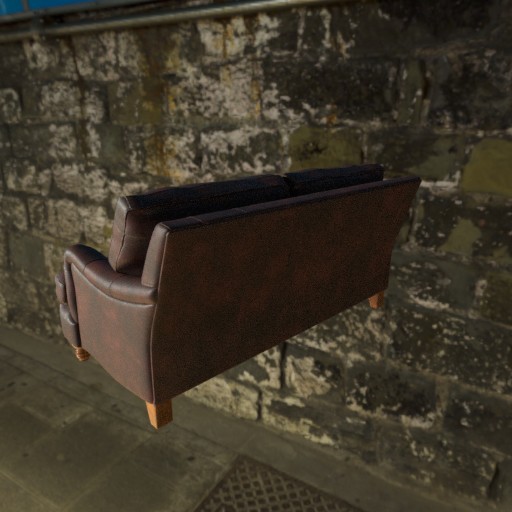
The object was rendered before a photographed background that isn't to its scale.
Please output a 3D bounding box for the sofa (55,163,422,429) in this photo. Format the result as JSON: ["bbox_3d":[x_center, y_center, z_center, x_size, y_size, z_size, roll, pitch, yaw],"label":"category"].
[{"bbox_3d":[0.000,0.000,2.809,2.144,1.071,1.147,-17,24,-42],"label":"sofa"}]
